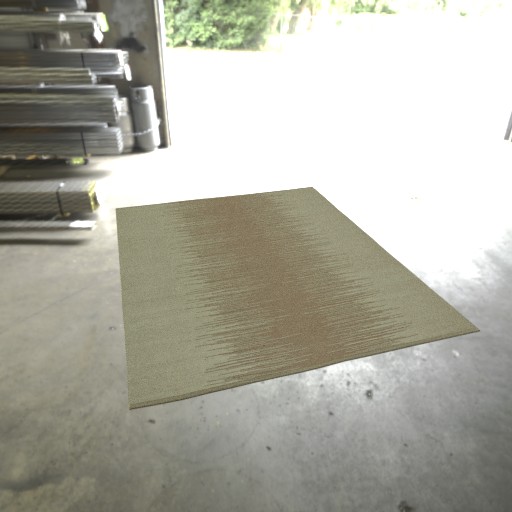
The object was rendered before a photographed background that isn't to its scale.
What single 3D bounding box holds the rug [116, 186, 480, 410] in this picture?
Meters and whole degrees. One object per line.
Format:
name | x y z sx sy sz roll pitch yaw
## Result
rug | 0.000 0.000 4.114 2.438 0.013 3.048 -8 31 -15
